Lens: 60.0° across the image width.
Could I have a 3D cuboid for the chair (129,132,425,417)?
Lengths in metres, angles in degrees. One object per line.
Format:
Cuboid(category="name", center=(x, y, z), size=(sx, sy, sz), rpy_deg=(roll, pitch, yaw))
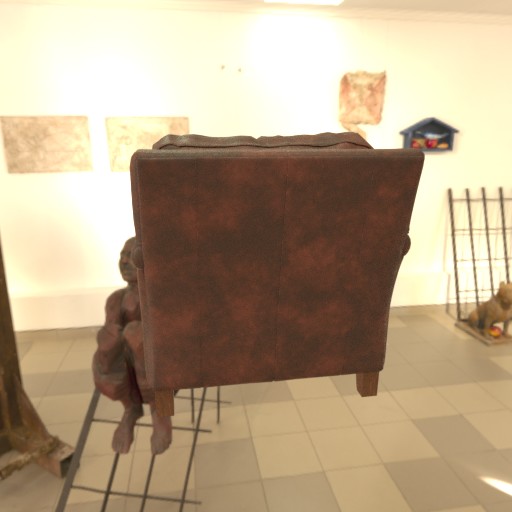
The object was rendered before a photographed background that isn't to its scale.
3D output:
Cuboid(category="chair", center=(0.000, 0.000, 1.955), size=(0.987, 1.051, 1.156), rpy_deg=(-2, 15, -9))
